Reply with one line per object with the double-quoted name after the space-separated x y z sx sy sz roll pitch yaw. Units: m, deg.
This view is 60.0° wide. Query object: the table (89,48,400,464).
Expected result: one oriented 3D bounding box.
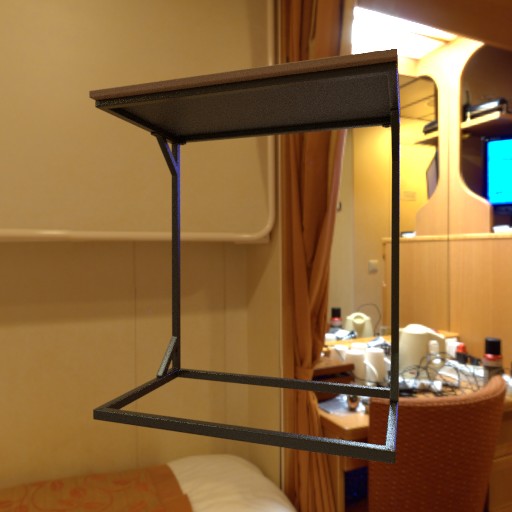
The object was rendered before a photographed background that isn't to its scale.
0.000 0.000 0.975 0.597 0.673 0.351 0 1 19 "table"
